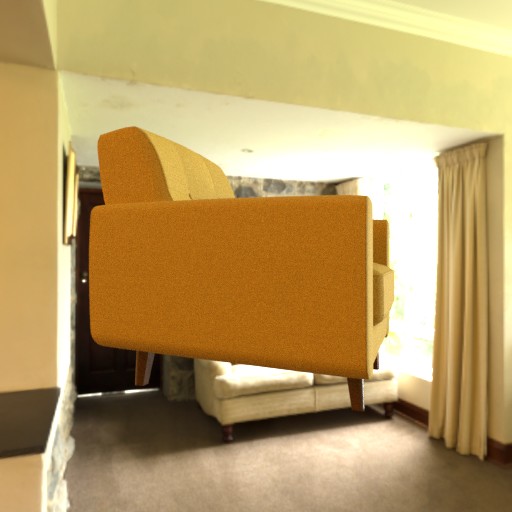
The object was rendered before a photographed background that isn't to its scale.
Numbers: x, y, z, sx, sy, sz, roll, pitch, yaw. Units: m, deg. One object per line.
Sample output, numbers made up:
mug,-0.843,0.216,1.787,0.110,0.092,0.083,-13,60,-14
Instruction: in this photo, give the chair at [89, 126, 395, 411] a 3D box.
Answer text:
chair,0.000,0.000,1.567,0.909,0.841,0.831,0,-1,20
